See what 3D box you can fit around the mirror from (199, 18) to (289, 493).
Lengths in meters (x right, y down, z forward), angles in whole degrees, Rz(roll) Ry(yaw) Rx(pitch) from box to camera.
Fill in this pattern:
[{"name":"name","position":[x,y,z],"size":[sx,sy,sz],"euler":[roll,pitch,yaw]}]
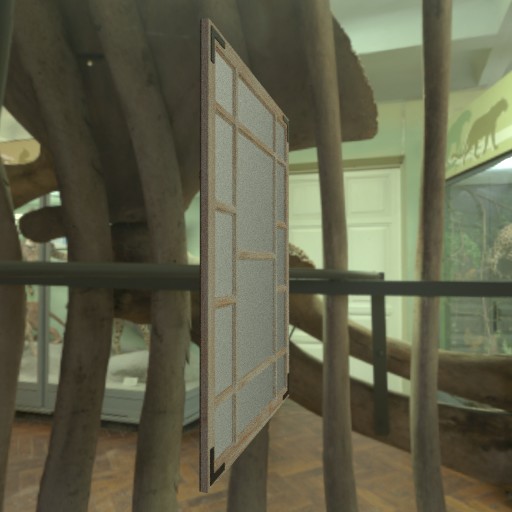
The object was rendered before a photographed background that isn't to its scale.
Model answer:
[{"name":"mirror","position":[0.000,0.000,1.265],"size":[0.025,0.996,0.705],"euler":[0,-1,18]}]
